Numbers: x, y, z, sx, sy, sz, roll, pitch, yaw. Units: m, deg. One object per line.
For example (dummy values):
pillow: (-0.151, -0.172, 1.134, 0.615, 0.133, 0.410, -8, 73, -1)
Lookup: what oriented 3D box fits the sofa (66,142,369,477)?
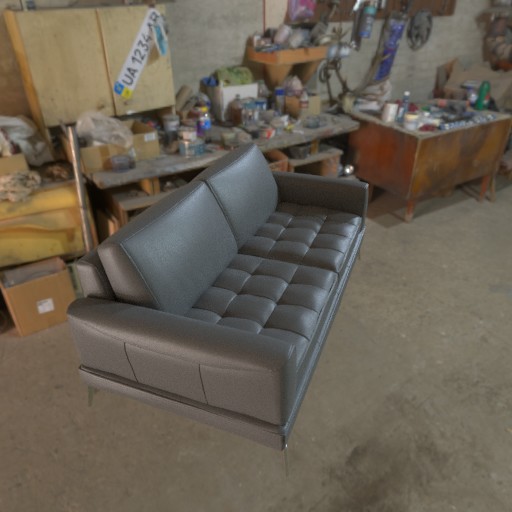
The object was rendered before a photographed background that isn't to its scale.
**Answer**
sofa: (0.000, 0.000, 2.774, 1.121, 0.930, 2.177, 11, 32, 18)
